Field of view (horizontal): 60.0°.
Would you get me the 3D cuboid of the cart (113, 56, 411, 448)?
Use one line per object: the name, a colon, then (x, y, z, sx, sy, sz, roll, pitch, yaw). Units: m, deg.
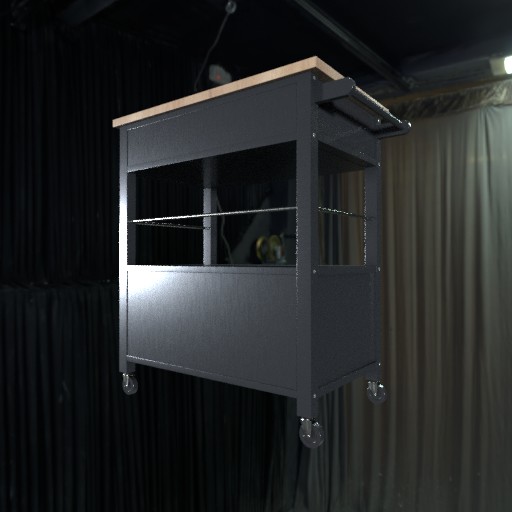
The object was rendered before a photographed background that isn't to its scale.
cart: (0.000, 0.000, 1.391, 0.840, 0.901, 0.459, 0, -1, 37)
